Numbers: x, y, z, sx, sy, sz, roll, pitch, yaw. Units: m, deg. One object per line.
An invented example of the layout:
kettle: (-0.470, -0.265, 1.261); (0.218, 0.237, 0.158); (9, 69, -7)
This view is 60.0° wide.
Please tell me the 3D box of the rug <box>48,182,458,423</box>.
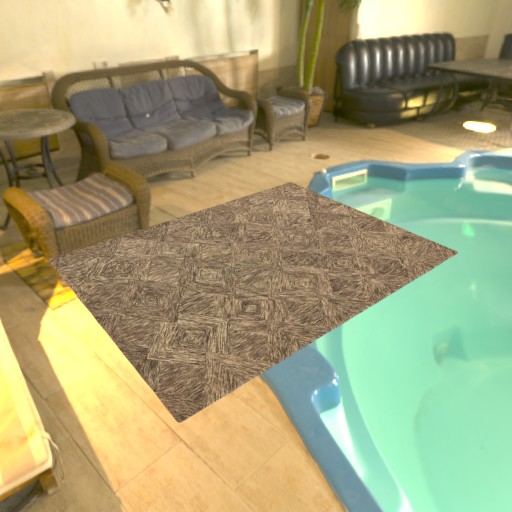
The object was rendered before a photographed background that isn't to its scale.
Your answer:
rug: (0.000, 0.000, 4.328); (3.204, 0.017, 2.448); (-23, 38, -33)
